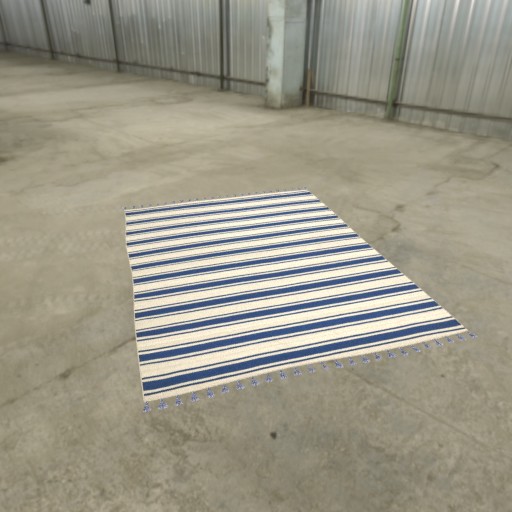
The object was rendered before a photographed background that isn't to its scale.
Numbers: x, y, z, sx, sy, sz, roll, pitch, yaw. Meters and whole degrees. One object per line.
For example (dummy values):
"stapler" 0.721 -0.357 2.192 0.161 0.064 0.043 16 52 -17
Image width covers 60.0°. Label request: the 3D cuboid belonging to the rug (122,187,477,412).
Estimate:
"rug" 0.000 0.000 4.437 2.471 0.016 3.416 -8 30 -15
